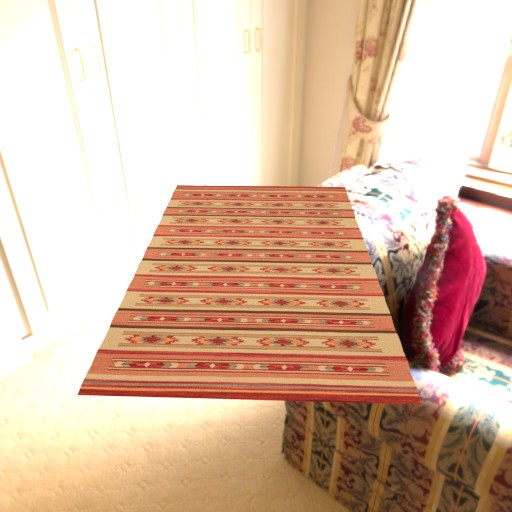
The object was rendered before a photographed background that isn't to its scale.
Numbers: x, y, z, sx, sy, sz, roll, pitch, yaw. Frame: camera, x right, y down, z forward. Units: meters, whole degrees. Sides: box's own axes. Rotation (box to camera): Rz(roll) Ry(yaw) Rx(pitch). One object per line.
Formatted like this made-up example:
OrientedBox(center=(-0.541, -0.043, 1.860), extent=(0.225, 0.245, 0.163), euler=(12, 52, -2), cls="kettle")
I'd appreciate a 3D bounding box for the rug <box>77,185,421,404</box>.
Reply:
OrientedBox(center=(0.000, 0.000, 2.993), extent=(1.535, 0.010, 2.431), euler=(1, 31, 2), cls="rug")
